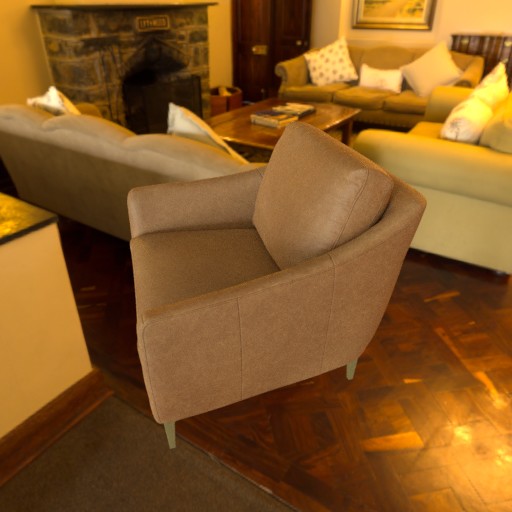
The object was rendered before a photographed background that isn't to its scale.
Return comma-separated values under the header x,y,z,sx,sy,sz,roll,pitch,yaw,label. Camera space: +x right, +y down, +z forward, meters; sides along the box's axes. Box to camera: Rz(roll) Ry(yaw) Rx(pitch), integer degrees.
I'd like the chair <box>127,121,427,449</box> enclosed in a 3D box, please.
x,y,z,sx,sy,sz,roll,pitch,yaw,label
0.000,0.000,1.752,0.963,0.895,0.988,-8,31,-13,chair
